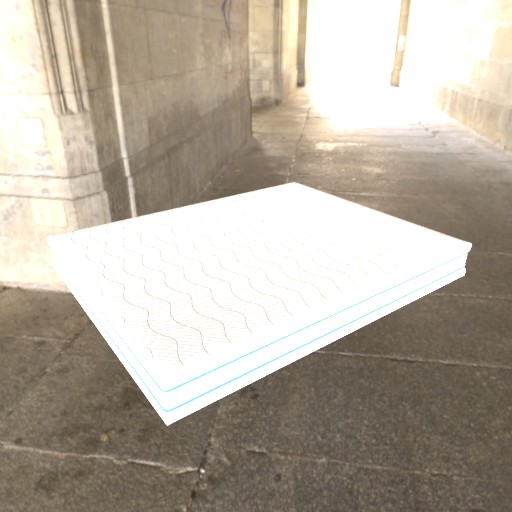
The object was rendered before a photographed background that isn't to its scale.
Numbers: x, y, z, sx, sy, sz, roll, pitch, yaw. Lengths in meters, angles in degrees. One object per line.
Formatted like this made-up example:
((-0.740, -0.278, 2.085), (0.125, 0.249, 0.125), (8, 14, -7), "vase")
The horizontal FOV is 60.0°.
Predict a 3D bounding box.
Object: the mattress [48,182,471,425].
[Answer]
((0.000, 0.000, 2.711), (2.000, 0.230, 1.600), (-18, 31, -32), "mattress")
